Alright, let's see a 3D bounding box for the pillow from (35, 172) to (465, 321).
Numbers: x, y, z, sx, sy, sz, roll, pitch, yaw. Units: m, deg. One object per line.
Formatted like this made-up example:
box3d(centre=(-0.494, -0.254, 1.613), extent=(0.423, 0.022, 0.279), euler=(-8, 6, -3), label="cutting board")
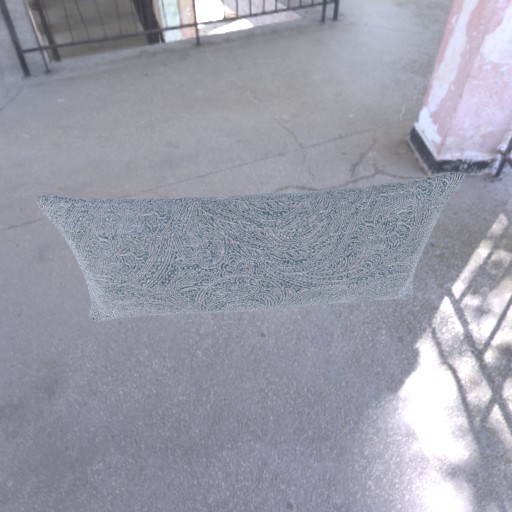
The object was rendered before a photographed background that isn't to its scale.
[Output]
box3d(centre=(0.000, 0.000, 0.735), extent=(0.615, 0.295, 0.151), euler=(-4, 46, -3), label="pillow")
